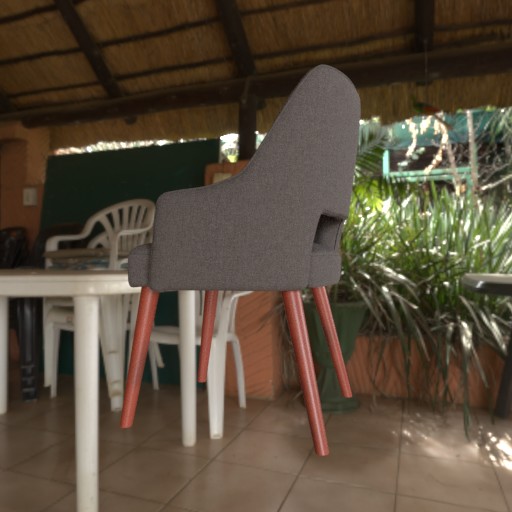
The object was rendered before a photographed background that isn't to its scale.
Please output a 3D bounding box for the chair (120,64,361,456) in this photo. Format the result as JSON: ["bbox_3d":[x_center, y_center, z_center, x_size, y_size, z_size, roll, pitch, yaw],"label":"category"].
[{"bbox_3d":[0.000,0.000,1.209,0.560,0.838,0.559,0,-1,19],"label":"chair"}]
